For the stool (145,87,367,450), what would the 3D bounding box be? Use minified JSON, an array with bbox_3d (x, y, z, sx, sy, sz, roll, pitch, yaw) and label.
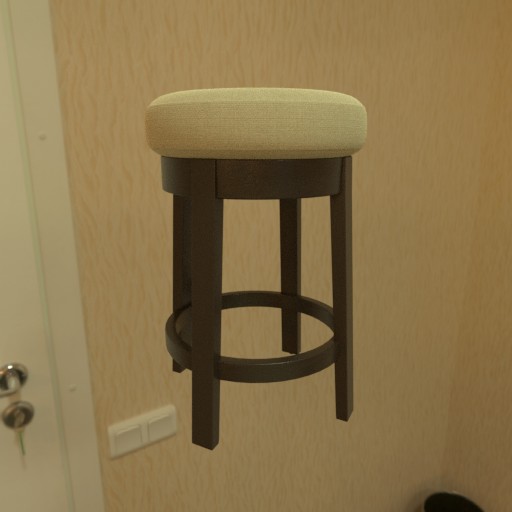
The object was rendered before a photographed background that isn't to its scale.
[{"bbox_3d":[0.000,0.000,0.950,0.449,0.655,0.449,0,15,0],"label":"stool"}]
